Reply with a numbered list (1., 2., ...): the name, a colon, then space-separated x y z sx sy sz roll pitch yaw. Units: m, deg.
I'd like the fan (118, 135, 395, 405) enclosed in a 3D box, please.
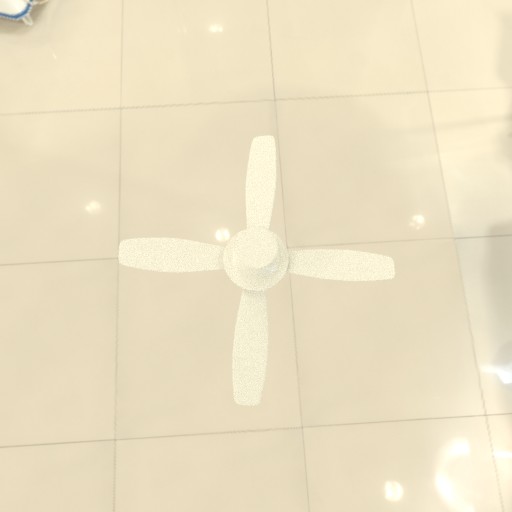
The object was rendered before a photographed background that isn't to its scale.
1. fan: 0.000 0.000 2.617 1.693 0.382 1.694 3 76 1
